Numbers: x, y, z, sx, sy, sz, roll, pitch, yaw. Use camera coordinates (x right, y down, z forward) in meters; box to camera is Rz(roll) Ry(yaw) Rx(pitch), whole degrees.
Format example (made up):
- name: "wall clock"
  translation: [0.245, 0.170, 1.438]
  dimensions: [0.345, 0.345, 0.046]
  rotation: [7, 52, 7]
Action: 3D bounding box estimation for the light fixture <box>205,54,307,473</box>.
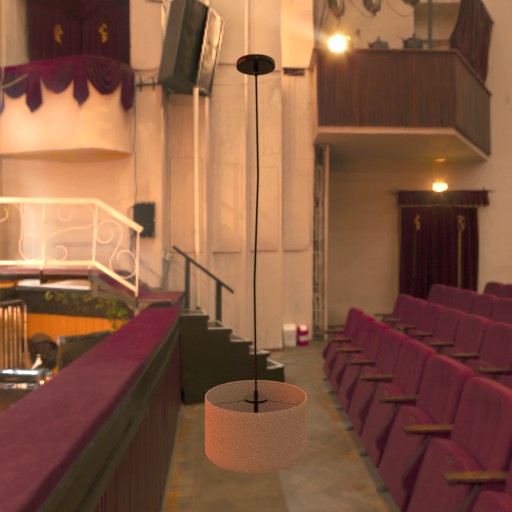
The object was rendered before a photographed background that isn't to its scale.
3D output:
- name: "light fixture"
  translation: [0.000, 0.000, 1.742]
  dimensions: [0.399, 1.516, 0.399]
  rotation: [0, 1, 0]
